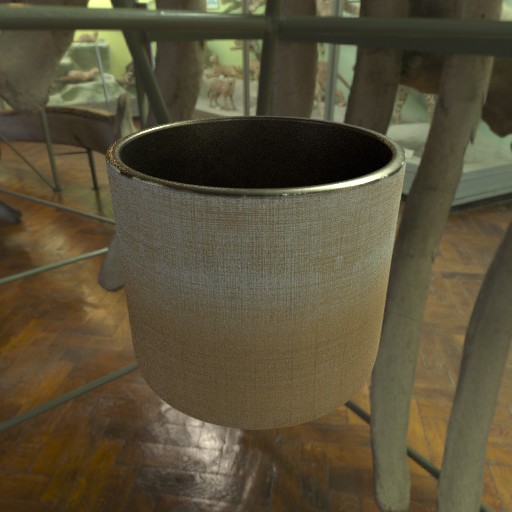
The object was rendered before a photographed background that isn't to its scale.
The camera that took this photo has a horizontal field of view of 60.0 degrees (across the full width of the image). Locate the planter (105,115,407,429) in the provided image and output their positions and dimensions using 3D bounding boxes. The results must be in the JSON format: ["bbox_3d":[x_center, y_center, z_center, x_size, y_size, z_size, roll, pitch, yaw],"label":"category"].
[{"bbox_3d":[0.000,0.000,0.433,0.254,0.221,0.254,0,28,0],"label":"planter"}]
